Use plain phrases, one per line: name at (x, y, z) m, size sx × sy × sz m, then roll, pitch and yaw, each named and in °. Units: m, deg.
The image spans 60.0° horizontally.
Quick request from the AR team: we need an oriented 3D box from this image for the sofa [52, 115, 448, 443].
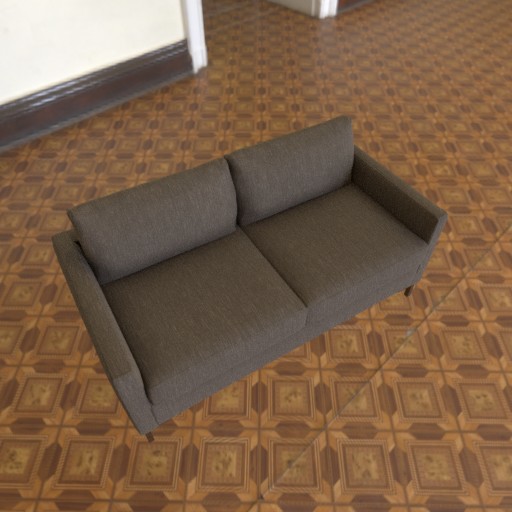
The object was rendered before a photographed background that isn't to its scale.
sofa at (0.000, 0.000, 2.190) m, size 1.682 × 0.840 × 0.875 m, roll -24°, pitch 52°, yaw -21°
